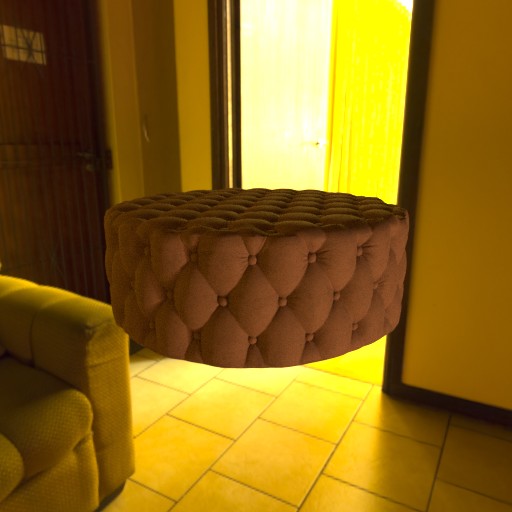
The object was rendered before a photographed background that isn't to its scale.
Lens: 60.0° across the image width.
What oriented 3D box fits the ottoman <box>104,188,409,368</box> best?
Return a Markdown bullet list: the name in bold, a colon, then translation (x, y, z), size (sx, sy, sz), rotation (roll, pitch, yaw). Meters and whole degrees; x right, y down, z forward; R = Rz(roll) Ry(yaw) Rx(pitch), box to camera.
- **ottoman**: translation (0.000, 0.000, 1.537), size (0.998, 0.399, 0.998), rotation (0, 14, 0)
